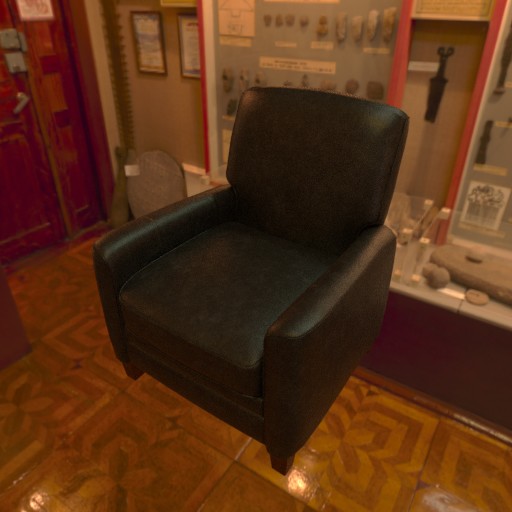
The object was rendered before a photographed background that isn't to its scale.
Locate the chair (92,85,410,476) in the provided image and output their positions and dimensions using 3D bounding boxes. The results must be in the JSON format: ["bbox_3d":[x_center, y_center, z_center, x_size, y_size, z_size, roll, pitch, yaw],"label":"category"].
[{"bbox_3d":[0.000,0.000,1.586,0.848,1.014,0.864,20,37,29],"label":"chair"}]
